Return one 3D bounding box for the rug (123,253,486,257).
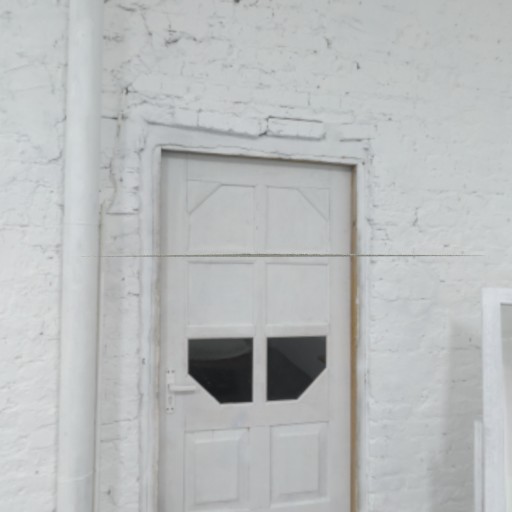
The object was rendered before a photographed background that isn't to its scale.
[{"bbox_3d":[0.000,0.000,4.261,2.439,0.005,3.201,0,0,-36],"label":"rug"}]
